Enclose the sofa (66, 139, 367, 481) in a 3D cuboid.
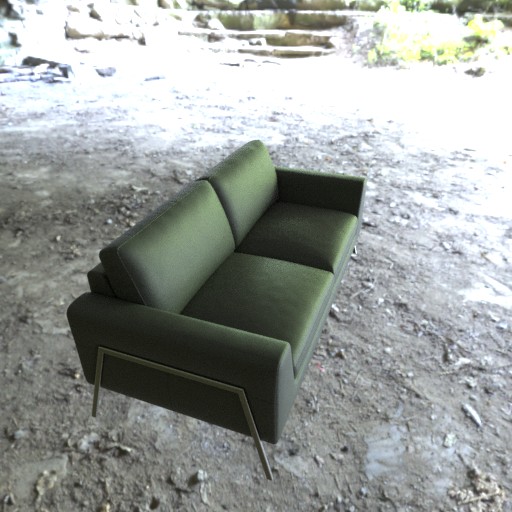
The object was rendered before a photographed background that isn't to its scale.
[{"bbox_3d":[0.000,0.000,2.581,0.953,0.875,2.017,11,33,18],"label":"sofa"}]
